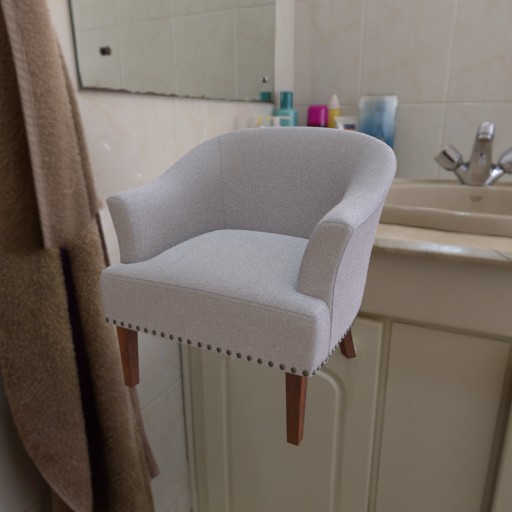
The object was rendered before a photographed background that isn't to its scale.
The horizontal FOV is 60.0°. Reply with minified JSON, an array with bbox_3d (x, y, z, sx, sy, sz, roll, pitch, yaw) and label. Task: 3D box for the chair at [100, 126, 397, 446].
[{"bbox_3d":[0.000,0.000,1.460,0.798,0.815,0.704,9,19,27],"label":"chair"}]
